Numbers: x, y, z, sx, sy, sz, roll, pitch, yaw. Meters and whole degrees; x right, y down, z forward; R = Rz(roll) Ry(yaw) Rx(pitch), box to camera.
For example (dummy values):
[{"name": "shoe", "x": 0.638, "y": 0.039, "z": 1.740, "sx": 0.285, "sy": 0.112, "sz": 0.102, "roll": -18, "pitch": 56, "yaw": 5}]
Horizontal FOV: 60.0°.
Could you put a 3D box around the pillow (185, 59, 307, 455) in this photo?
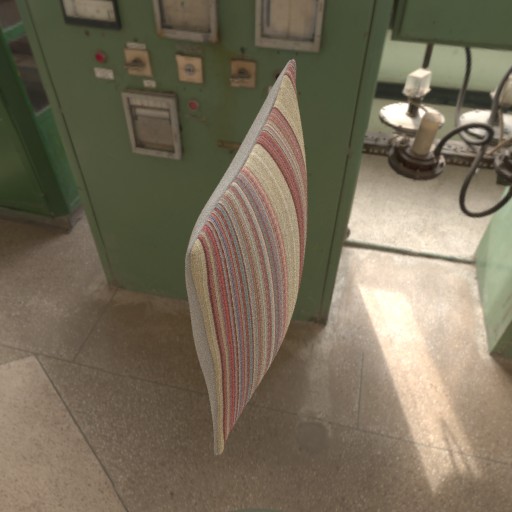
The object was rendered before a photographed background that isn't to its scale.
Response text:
[{"name": "pillow", "x": 0.000, "y": 0.000, "z": 0.654, "sx": 0.136, "sy": 0.419, "sz": 0.437, "roll": 10, "pitch": 45, "yaw": 10}]
